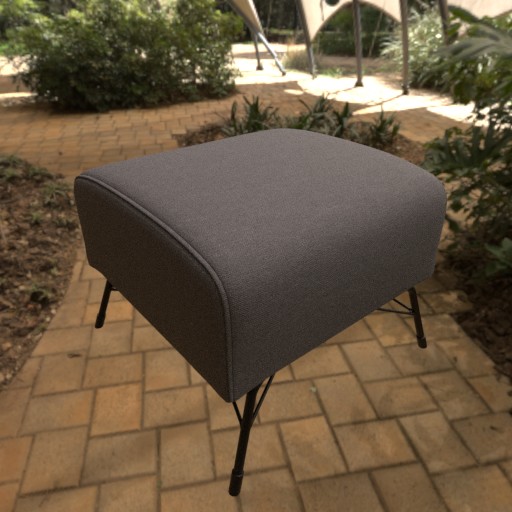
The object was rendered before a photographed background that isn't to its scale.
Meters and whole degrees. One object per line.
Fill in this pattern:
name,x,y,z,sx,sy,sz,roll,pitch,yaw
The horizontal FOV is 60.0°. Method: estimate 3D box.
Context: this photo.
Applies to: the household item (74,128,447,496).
household item,0.000,0.000,0.884,0.530,0.410,0.530,-23,37,-34
